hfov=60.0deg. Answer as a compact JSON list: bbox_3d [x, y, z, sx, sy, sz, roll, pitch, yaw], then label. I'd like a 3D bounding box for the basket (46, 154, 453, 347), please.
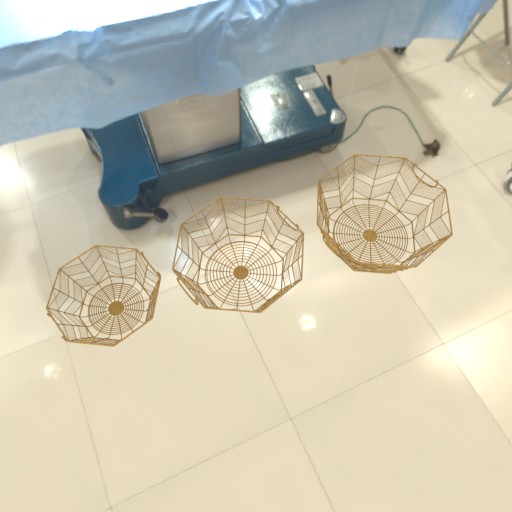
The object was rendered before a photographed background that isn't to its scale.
[{"bbox_3d":[0.000,0.000,1.371,1.245,0.178,0.432,-16,63,-8],"label":"basket"}]
